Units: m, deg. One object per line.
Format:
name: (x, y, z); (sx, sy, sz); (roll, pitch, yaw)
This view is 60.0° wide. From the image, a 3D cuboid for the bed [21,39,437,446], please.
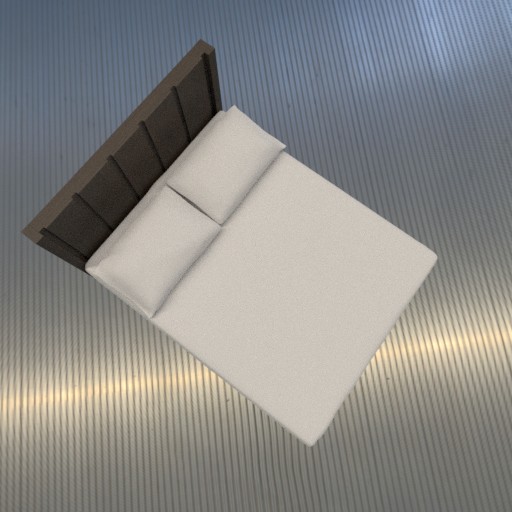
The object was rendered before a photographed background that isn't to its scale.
bed: (0.000, 0.000, 3.285); (2.242, 1.270, 1.727); (36, 78, 9)
